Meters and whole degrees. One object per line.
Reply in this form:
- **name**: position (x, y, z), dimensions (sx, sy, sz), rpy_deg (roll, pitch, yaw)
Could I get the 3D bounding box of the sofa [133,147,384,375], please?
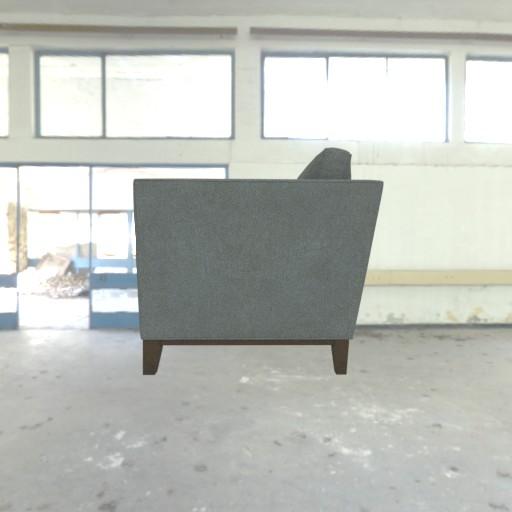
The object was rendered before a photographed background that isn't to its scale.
- **sofa**: position (0.000, 0.000, 2.875), dimensions (0.965, 0.940, 2.387), rpy_deg (0, 1, 0)
